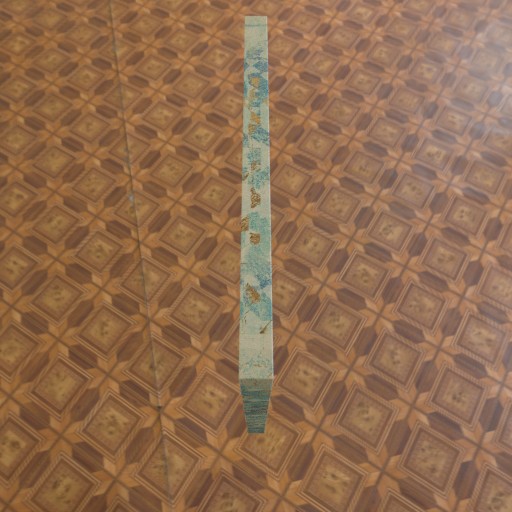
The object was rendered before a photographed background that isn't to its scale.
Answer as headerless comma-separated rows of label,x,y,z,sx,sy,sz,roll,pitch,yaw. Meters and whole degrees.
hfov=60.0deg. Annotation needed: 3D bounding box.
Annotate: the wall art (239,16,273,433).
wall art,0.000,0.000,0.889,0.040,0.609,0.609,0,63,0
